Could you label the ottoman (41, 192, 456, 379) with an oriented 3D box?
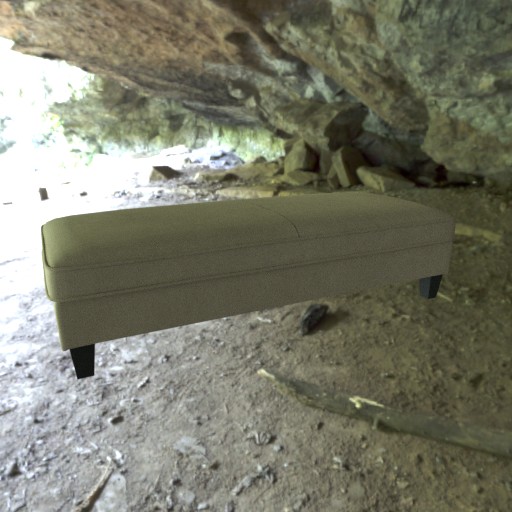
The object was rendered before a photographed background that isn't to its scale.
[{"bbox_3d":[0.000,0.000,1.995,1.726,0.460,0.735,-8,18,-25],"label":"ottoman"}]
